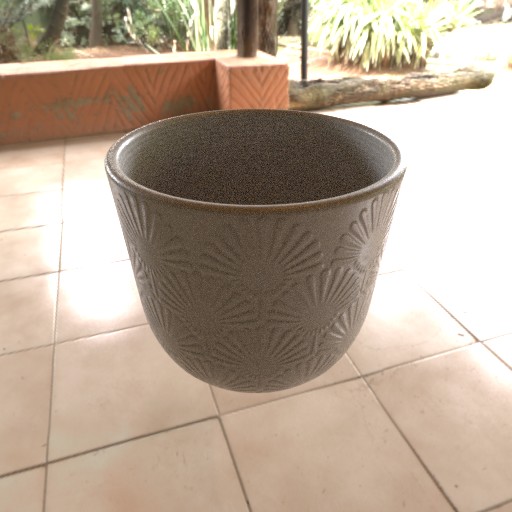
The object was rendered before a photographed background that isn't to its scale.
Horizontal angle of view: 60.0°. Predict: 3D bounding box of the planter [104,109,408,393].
[{"bbox_3d":[0.000,0.000,0.297,0.170,0.152,0.170,0,32,0],"label":"planter"}]
